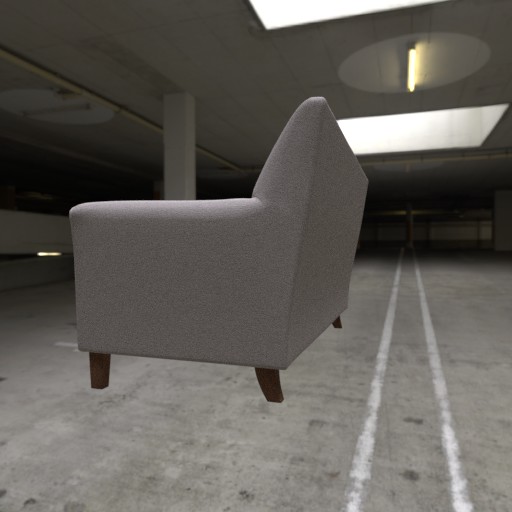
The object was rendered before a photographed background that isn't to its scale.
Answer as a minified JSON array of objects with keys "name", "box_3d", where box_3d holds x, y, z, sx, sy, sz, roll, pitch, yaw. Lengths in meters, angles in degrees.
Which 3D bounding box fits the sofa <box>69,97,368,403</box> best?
[{"name":"sofa","box_3d":[0.000,0.000,2.031,0.888,0.890,1.482,0,1,19]}]
